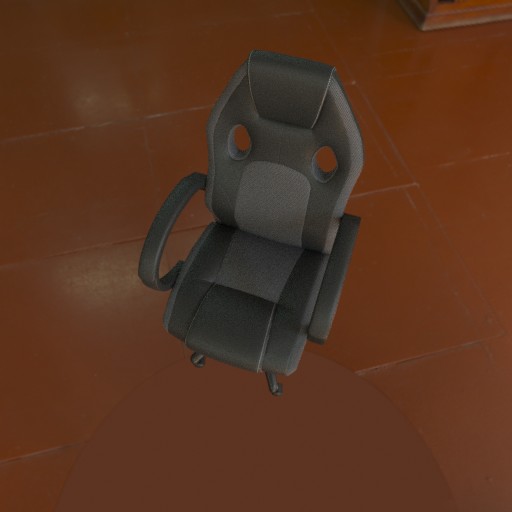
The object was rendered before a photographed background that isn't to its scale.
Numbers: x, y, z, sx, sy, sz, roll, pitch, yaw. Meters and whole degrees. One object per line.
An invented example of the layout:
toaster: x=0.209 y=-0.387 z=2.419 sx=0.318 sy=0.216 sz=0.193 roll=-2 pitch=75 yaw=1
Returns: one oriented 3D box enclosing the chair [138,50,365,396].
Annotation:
chair: x=0.000 y=0.000 z=1.623 sx=0.673 sy=1.187 sz=0.724 roll=17 pitch=59 yaw=11
